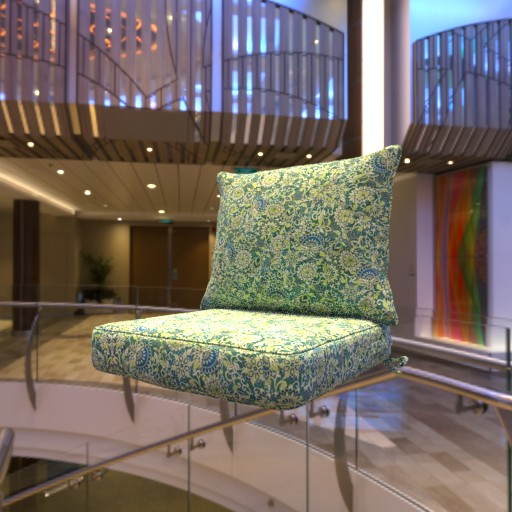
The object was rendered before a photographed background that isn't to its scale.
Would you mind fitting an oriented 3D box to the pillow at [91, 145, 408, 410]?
[{"bbox_3d":[0.000,0.000,1.395,0.798,0.722,0.740,-1,-1,34],"label":"pillow"}]
